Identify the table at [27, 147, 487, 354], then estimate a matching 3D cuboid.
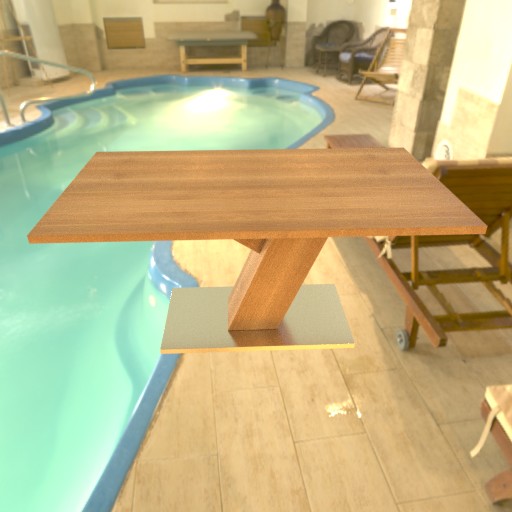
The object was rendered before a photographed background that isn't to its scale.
[{"bbox_3d":[0.000,0.000,2.115,1.600,0.750,0.900,-1,31,-2],"label":"table"}]
